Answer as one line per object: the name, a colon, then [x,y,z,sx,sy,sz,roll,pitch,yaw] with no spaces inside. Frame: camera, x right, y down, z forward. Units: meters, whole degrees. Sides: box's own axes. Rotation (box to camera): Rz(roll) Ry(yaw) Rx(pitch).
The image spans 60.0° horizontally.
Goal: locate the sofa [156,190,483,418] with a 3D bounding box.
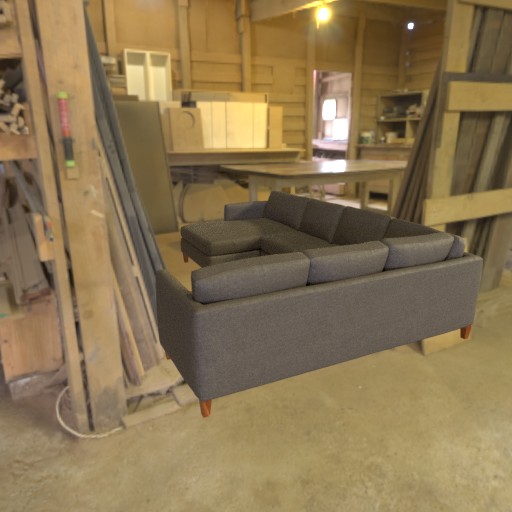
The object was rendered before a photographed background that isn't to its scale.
sofa: [0.000,0.000,4.690,2.594,0.961,3.460,-8,18,-26]
